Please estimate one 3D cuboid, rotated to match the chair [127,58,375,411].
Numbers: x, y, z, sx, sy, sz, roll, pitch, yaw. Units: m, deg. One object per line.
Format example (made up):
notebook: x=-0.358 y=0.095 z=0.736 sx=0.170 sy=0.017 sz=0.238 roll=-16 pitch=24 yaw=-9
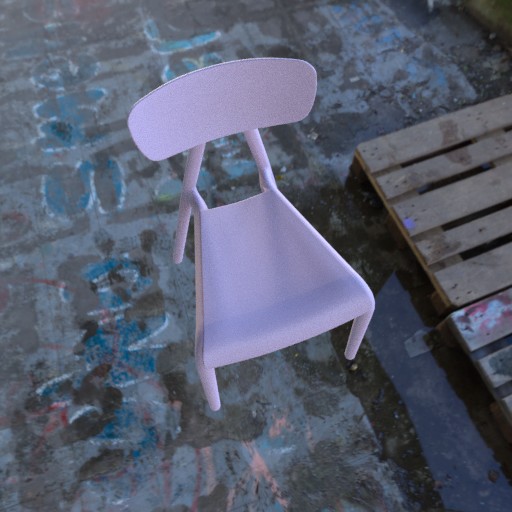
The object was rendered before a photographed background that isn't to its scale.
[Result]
chair: x=0.000 y=0.000 z=0.835 sx=0.356 sy=0.580 sz=0.401 roll=-18 pitch=66 yaw=-8
